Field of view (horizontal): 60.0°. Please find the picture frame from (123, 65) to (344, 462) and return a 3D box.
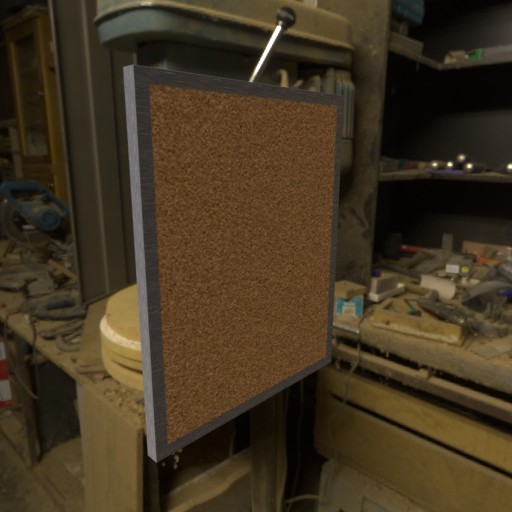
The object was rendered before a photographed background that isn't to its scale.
[{"bbox_3d":[0.000,0.000,0.768,0.029,0.559,0.454,13,19,43],"label":"picture frame"}]
